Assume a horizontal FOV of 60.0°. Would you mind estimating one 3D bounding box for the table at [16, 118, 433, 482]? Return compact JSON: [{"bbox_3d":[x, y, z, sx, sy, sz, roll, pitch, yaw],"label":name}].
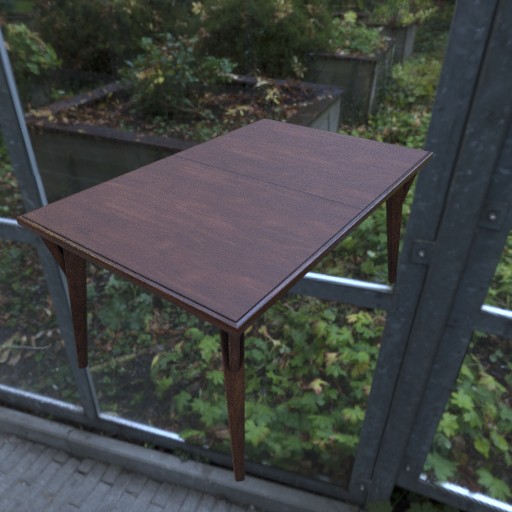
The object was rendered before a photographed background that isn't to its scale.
[{"bbox_3d":[0.000,0.000,2.041,0.990,0.761,1.524,21,39,29],"label":"table"}]
